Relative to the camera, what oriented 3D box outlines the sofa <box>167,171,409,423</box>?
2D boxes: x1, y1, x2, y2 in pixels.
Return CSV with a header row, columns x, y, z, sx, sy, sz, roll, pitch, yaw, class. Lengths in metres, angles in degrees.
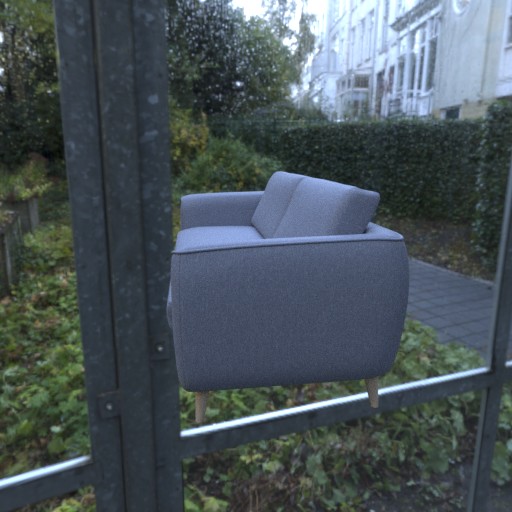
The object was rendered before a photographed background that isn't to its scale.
x,y,z,sx,sy,sz,roll,pitch,yaw,class
0.000,0.000,2.518,0.920,0.870,2.000,-2,13,-8,sofa
